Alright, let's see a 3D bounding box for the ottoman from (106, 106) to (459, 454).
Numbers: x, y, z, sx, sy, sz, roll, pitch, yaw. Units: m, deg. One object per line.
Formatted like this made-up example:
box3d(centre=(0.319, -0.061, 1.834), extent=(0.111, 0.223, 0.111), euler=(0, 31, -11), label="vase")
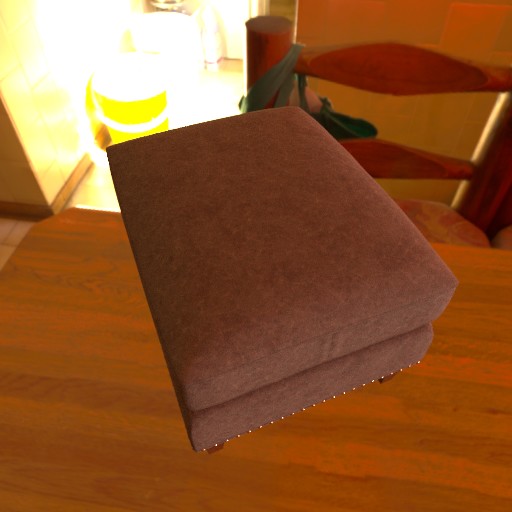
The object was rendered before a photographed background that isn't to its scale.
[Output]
box3d(centre=(0.000, 0.000, 1.141), extent=(0.584, 0.513, 0.741), euler=(-17, 50, -15), label="ottoman")
